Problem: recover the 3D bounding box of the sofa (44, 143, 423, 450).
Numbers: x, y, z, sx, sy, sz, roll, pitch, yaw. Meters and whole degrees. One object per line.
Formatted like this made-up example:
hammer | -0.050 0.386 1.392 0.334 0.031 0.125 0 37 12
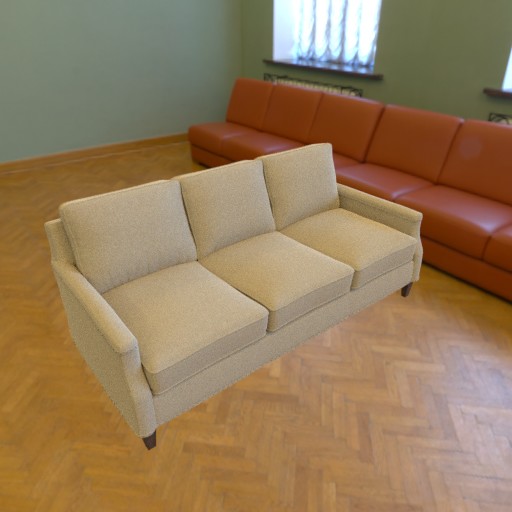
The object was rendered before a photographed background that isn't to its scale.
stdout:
sofa | 0.000 0.000 2.839 2.246 1.003 1.084 -21 36 -33
